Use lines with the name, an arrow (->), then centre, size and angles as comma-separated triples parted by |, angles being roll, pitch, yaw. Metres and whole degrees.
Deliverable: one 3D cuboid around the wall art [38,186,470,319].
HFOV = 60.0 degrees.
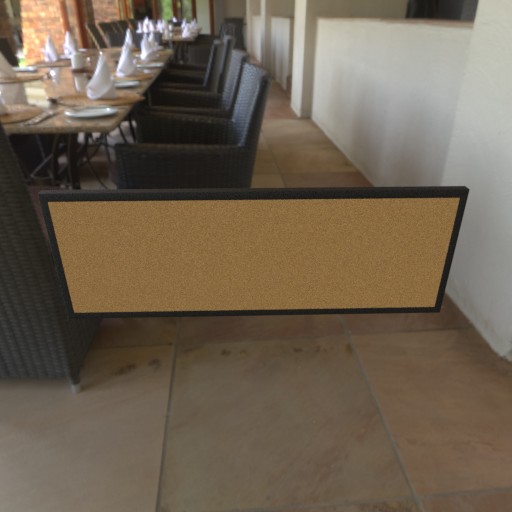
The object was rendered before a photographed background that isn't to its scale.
wall art -> 0.000, 0.000, 1.761 | 1.572, 0.554, 0.041 | -1, 29, -1
